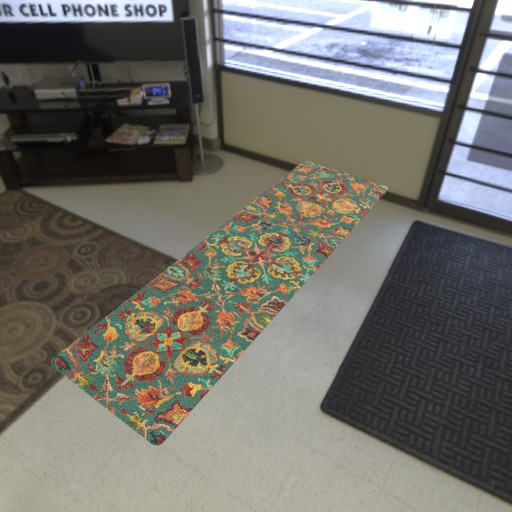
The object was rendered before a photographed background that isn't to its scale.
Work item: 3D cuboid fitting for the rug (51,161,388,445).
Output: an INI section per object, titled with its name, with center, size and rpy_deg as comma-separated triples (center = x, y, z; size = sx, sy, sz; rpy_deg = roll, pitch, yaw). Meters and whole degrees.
[rug]
center = 0.000, 0.000, 2.558
size = 0.686, 0.013, 2.286
rpy_deg = 25, 46, 26
